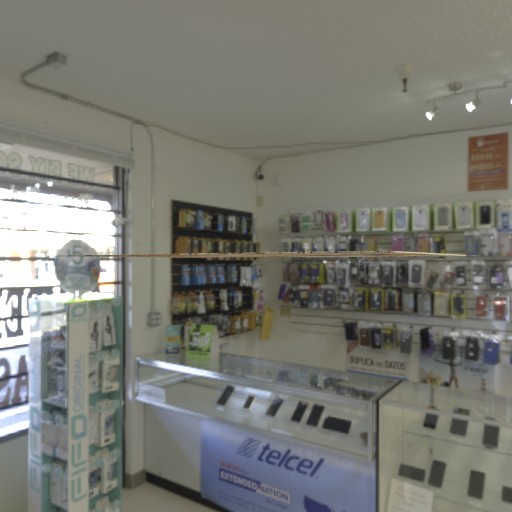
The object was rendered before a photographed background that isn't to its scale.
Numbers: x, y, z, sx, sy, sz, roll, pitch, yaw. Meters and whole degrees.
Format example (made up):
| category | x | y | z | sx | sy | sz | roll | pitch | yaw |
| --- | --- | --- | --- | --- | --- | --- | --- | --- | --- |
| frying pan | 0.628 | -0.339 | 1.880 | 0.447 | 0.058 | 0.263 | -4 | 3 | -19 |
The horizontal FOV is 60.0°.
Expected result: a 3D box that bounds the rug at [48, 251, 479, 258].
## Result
| category | x | y | z | sx | sy | sz | roll | pitch | yaw |
| --- | --- | --- | --- | --- | --- | --- | --- | --- | --- |
| rug | 0.000 | 0.000 | 2.324 | 1.918 | 0.007 | 1.268 | -1 | -1 | 36 |
